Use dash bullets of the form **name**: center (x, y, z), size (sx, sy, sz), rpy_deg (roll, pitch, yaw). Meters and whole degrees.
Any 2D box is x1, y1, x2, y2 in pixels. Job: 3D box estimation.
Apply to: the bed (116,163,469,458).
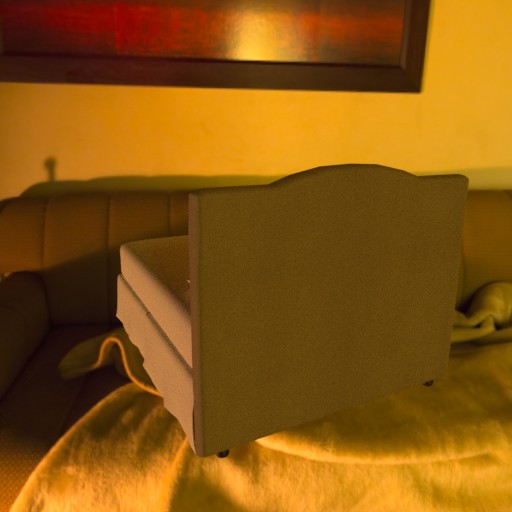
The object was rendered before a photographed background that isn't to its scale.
- **bed**: center (0.000, 0.000, 3.258), size (1.744, 1.441, 2.128), rpy_deg (-8, 17, -26)
